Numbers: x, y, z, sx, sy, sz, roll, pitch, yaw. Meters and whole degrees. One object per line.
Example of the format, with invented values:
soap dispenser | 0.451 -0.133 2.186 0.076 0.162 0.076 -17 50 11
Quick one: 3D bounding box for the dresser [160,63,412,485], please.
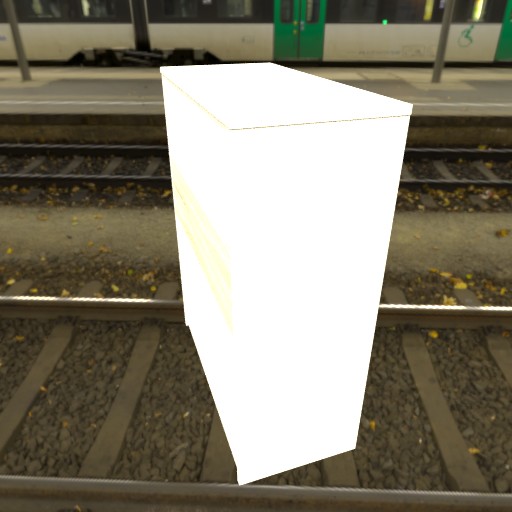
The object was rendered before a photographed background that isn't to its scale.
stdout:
dresser | 0.000 0.000 1.406 0.380 1.040 0.800 -10 31 -16
